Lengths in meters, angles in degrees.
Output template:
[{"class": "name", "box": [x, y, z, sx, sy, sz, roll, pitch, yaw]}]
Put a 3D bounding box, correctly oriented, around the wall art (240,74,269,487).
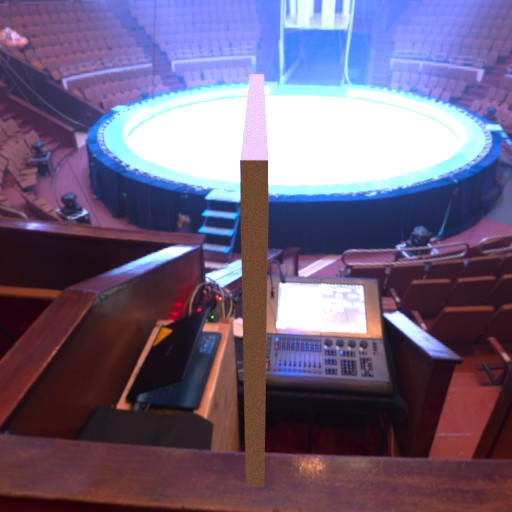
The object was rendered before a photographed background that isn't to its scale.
[{"class": "wall art", "box": [0.000, 0.000, 1.143, 0.041, 0.765, 0.768, 0, 31, 0]}]
